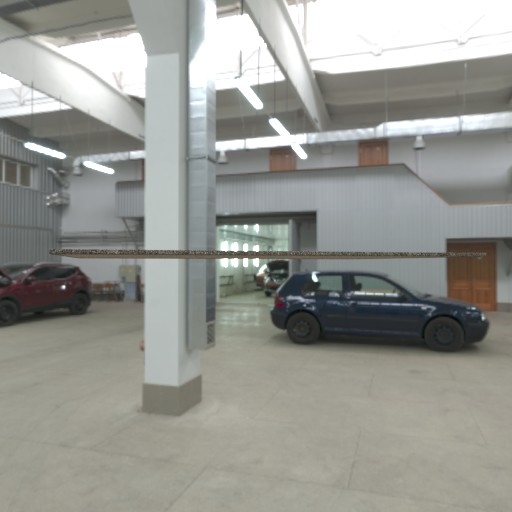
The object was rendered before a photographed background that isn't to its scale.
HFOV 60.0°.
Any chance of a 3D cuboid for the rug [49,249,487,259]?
[{"bbox_3d":[0.000,0.000,3.431,2.699,0.026,1.802,0,-1,-18],"label":"rug"}]
